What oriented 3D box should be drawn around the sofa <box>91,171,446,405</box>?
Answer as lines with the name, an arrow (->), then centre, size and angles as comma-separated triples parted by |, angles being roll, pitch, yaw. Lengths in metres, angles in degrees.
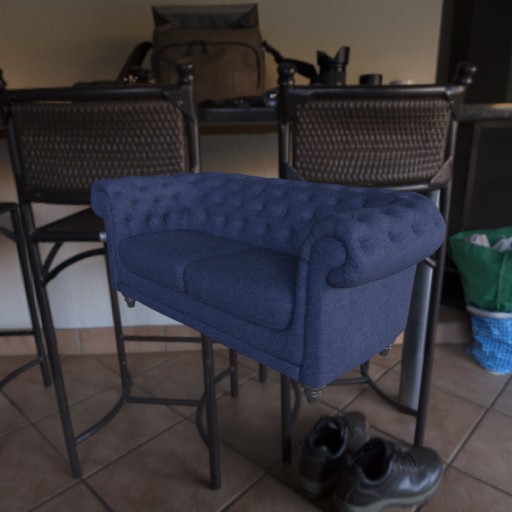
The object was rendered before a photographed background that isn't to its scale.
sofa -> 0.000, 0.000, 2.556 | 1.988, 0.833, 1.082 | 15, 22, 43
